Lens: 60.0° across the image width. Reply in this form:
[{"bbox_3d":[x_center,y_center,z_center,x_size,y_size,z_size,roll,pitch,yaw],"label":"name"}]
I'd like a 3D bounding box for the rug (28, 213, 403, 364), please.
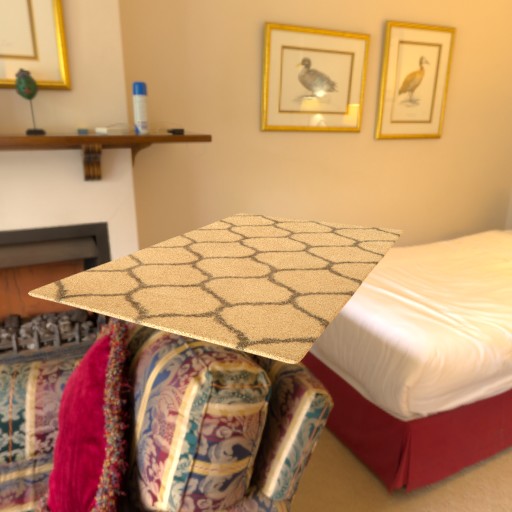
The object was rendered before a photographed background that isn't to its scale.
[{"bbox_3d":[0.000,0.000,3.494,1.801,0.026,2.701,9,19,26],"label":"rug"}]
